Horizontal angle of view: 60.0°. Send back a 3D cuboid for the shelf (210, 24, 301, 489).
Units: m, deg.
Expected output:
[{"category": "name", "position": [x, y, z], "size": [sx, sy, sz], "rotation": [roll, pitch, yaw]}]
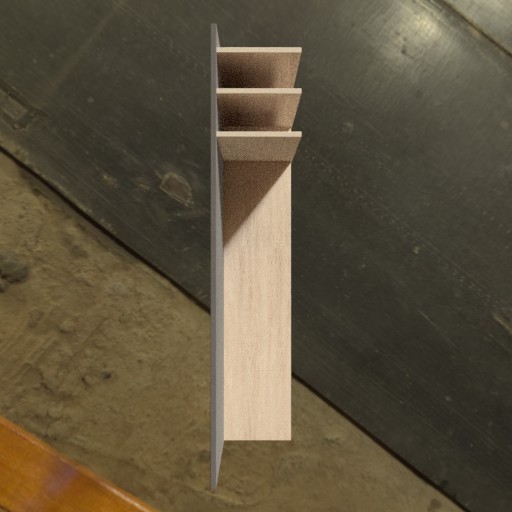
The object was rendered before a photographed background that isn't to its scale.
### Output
[{"category": "shelf", "position": [0.000, 0.000, 1.121], "size": [0.200, 0.300, 1.020], "rotation": [0, 90, 0]}]
